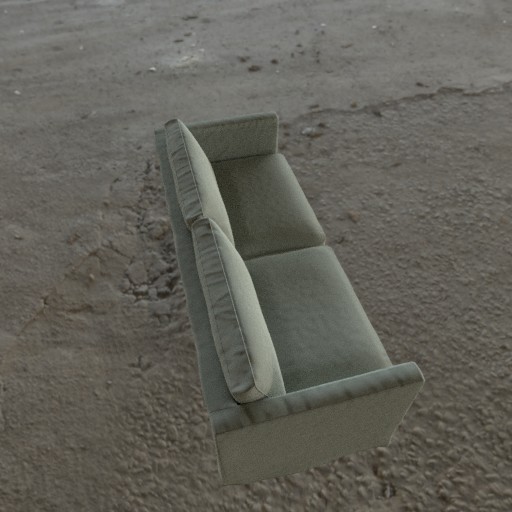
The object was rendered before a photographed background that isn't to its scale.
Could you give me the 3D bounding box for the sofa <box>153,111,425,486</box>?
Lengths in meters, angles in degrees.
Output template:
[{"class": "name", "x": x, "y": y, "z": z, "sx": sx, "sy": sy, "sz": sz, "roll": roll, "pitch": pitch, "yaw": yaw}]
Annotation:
[{"class": "sofa", "x": 0.000, "y": 0.000, "z": 2.750, "sx": 0.962, "sy": 0.853, "sz": 2.312, "roll": -11, "pitch": 49, "yaw": -10}]
